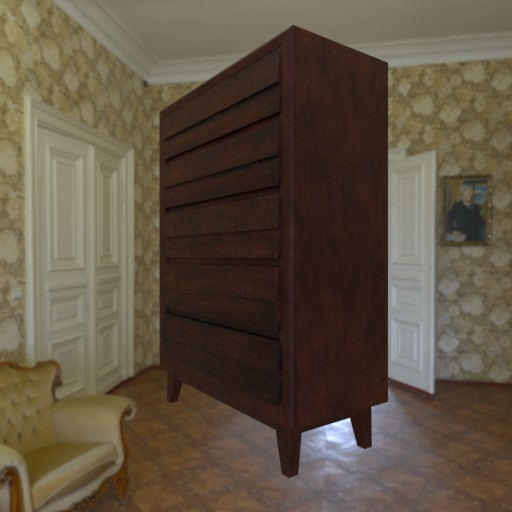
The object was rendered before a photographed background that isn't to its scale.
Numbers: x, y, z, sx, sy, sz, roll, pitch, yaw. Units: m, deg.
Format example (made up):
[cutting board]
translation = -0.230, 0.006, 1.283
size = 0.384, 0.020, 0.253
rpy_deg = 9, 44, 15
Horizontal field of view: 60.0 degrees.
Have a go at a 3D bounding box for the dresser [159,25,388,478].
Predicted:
[dresser]
translation = 0.000, 0.000, 2.023
size = 0.506, 1.514, 1.072
rpy_deg = 0, 0, -36
